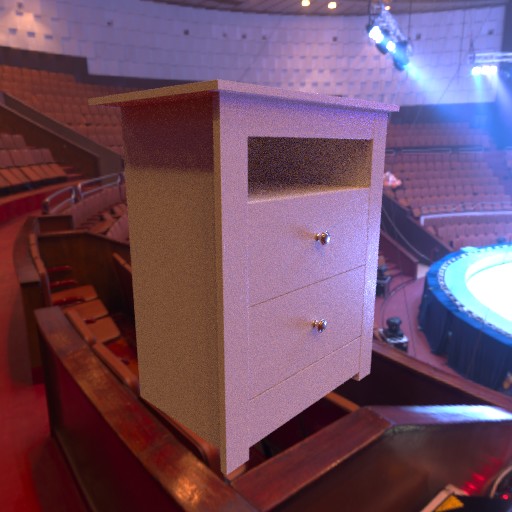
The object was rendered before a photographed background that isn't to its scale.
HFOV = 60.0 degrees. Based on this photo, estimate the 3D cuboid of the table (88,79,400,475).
[{"bbox_3d":[0.000,0.000,1.081,0.406,0.711,0.589,13,19,42],"label":"table"}]
